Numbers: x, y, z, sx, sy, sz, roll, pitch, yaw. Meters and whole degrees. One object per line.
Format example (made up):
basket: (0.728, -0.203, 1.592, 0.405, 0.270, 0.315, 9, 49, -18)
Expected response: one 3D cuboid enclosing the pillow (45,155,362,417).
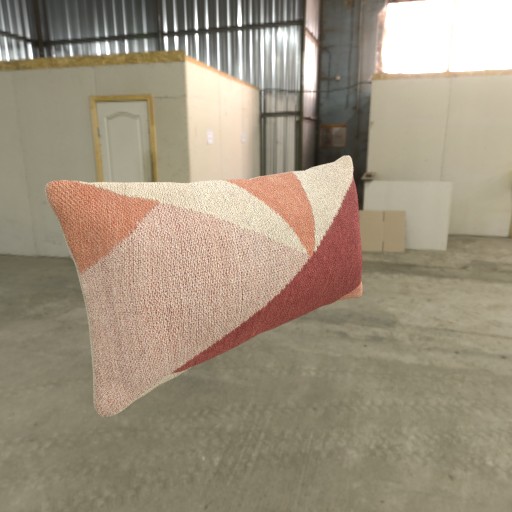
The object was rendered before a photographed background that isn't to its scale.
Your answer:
pillow: (0.000, 0.000, 0.710, 0.155, 0.292, 0.609, 14, 21, 42)
